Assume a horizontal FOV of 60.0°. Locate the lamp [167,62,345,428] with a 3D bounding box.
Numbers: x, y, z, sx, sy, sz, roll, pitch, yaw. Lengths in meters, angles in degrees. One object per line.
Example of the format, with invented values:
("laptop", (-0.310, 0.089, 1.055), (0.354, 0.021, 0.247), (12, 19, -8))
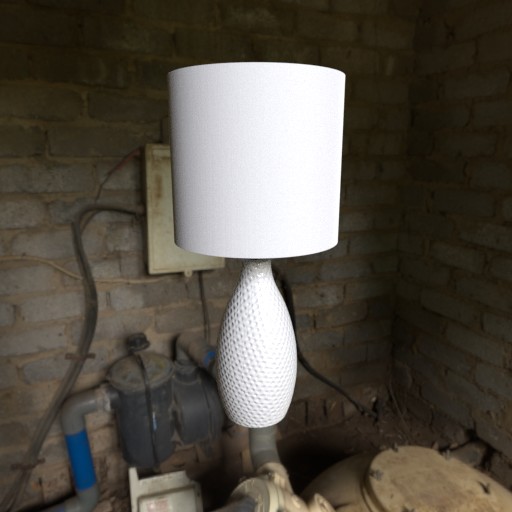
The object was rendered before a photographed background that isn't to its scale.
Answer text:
("lamp", (0.000, 0.000, 0.597), (0.214, 0.466, 0.214), (7, 16, 26))
